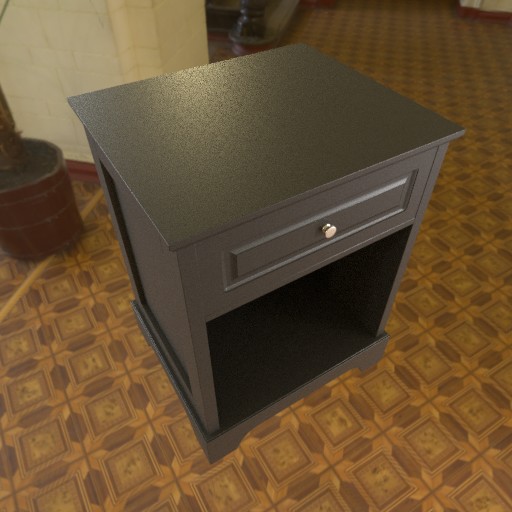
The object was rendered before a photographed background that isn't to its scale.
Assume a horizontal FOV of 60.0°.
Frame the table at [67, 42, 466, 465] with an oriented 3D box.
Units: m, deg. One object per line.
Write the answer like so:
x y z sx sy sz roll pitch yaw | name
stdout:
0.000 0.000 0.881 0.460 0.610 0.399 -24 50 -22 | table
